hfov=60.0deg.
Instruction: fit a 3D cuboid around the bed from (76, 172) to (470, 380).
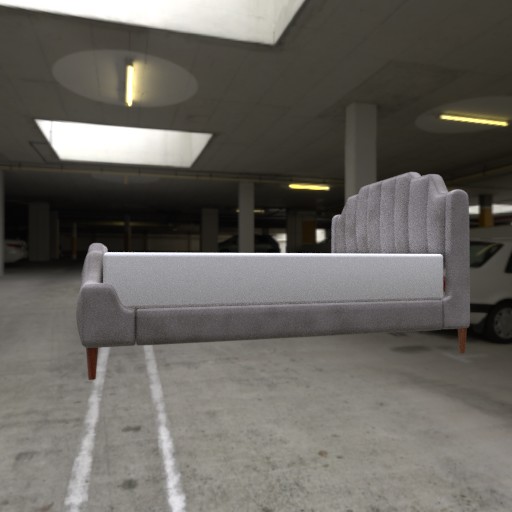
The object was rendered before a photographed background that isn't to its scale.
[{"bbox_3d":[0.000,0.000,3.278,2.340,1.245,1.676,0,-1,-17],"label":"bed"}]
